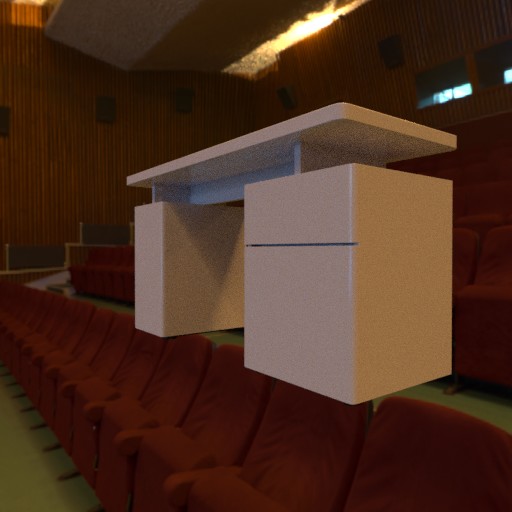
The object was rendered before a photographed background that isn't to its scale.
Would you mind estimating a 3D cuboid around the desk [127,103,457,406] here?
[{"bbox_3d":[0.000,0.000,1.791,0.550,0.762,1.400,-1,1,-37],"label":"desk"}]
